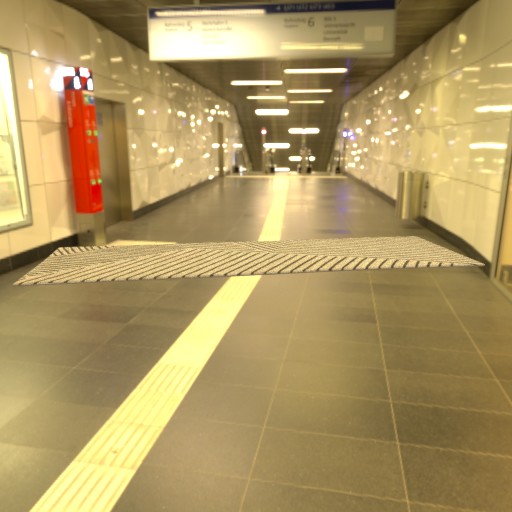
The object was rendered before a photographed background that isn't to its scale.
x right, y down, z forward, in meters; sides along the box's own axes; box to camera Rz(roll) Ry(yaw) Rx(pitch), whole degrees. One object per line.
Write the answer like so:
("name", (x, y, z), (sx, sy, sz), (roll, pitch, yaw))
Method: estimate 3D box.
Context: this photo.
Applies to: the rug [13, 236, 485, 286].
("rug", (0.000, 0.000, 2.631), (2.439, 0.020, 0.773), (-2, 14, -8))
